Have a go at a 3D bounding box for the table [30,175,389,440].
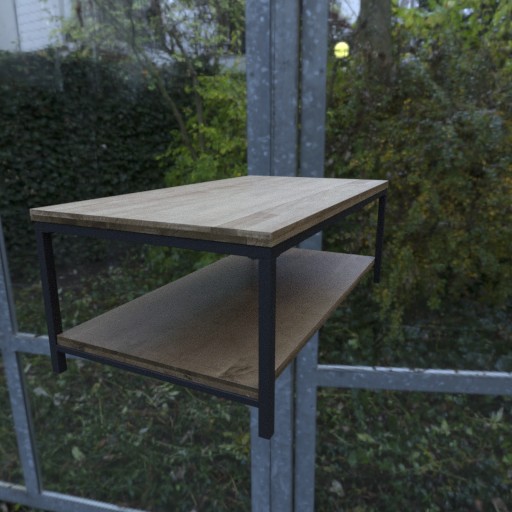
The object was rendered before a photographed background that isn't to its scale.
[{"bbox_3d":[0.000,0.000,1.349,0.574,0.393,1.062,7,16,25],"label":"table"}]
